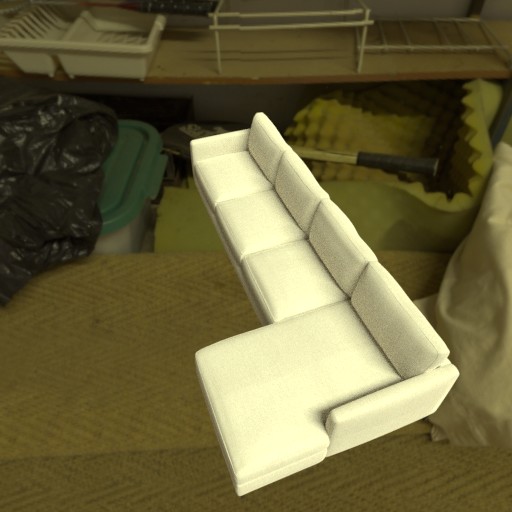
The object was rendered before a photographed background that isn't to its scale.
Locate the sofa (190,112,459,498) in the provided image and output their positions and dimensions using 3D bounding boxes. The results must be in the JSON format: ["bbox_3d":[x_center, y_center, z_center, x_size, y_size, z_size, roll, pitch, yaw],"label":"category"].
[{"bbox_3d":[0.000,0.000,2.806,1.126,0.677,2.445,-15,48,-14],"label":"sofa"}]
